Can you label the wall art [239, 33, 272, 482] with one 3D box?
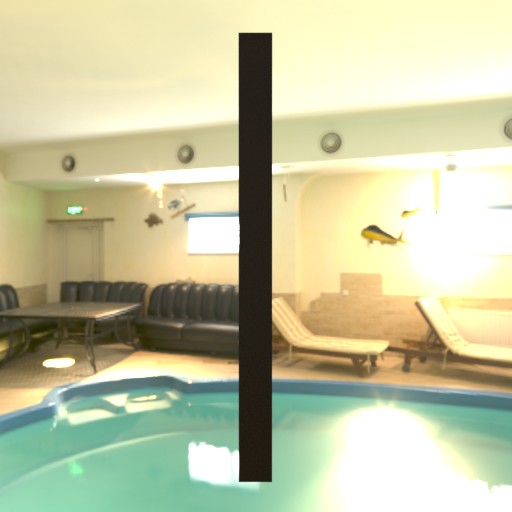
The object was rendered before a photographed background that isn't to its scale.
[{"bbox_3d":[0.000,0.000,0.752,0.038,0.506,0.506,0,1,0],"label":"wall art"}]
